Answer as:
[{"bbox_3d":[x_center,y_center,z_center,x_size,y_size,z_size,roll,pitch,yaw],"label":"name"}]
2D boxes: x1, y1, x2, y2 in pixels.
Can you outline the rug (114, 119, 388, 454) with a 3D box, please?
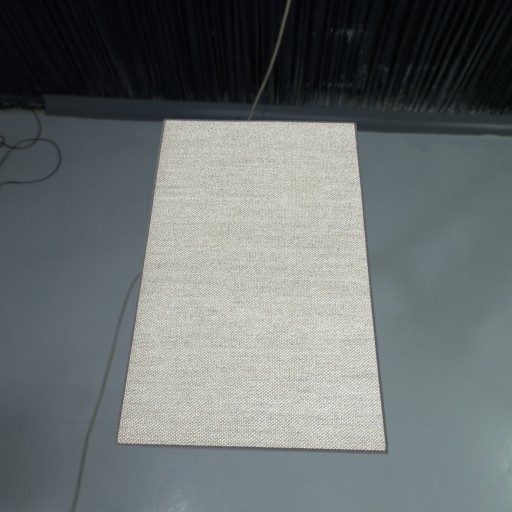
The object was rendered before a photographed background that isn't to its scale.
[{"bbox_3d":[0.000,0.000,2.080,1.067,0.013,1.676,1,64,1],"label":"rug"}]
